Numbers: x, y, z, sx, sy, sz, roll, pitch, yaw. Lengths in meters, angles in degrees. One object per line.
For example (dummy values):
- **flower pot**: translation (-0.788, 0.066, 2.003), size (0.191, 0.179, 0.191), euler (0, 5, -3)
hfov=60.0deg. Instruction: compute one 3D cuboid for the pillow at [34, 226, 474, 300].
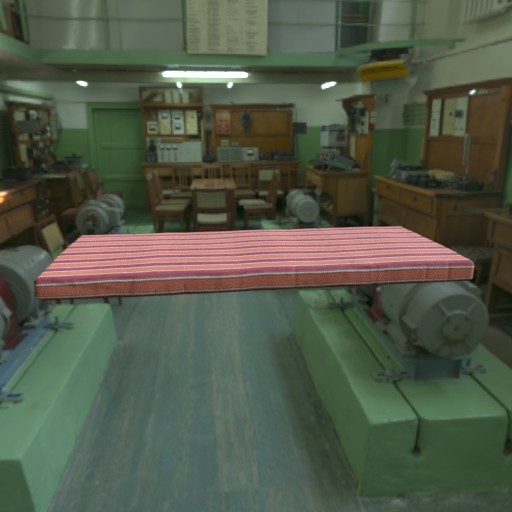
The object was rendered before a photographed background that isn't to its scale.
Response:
- **pillow**: translation (0.000, 0.000, 1.367), size (1.187, 0.081, 0.492), euler (-2, 17, -7)
